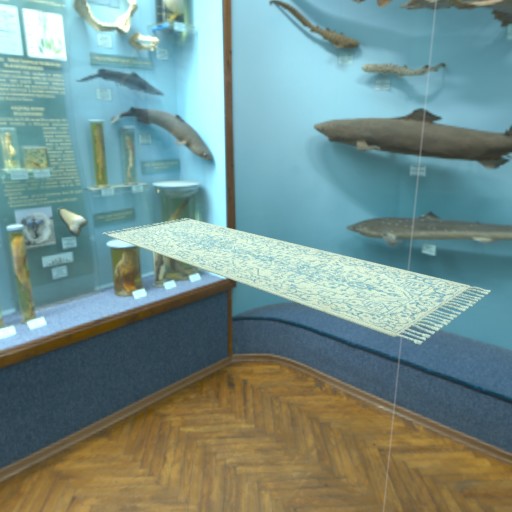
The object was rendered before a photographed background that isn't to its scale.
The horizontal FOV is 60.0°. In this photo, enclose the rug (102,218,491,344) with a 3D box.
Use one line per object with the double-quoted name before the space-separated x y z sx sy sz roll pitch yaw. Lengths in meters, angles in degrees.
"rug" 0.000 0.000 2.702 2.449 0.011 0.774 16 23 43
